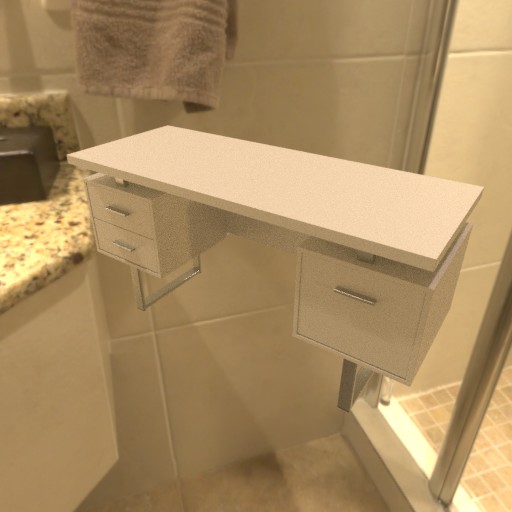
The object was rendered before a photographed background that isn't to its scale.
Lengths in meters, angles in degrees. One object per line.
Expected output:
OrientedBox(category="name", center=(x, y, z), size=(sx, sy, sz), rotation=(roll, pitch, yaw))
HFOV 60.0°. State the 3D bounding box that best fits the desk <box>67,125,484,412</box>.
OrientedBox(category="desk", center=(0.000, 0.000, 1.904), size=(1.530, 0.773, 0.603), rotation=(19, 35, 29))
